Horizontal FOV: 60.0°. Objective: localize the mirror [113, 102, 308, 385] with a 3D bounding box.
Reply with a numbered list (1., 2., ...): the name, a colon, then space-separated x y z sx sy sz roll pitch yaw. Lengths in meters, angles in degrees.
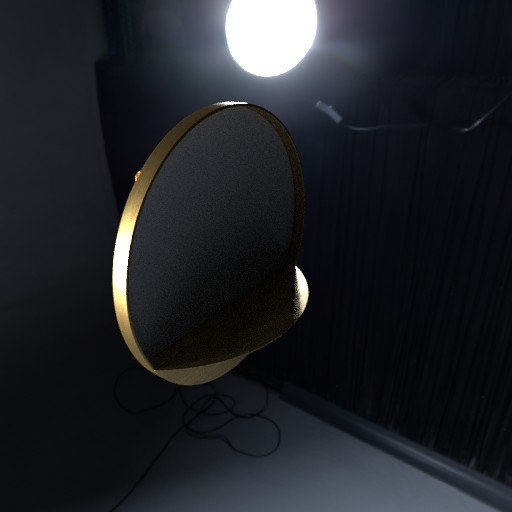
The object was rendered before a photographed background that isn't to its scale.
1. mirror: 0.000 0.000 0.707 0.133 0.457 0.457 16 30 31
